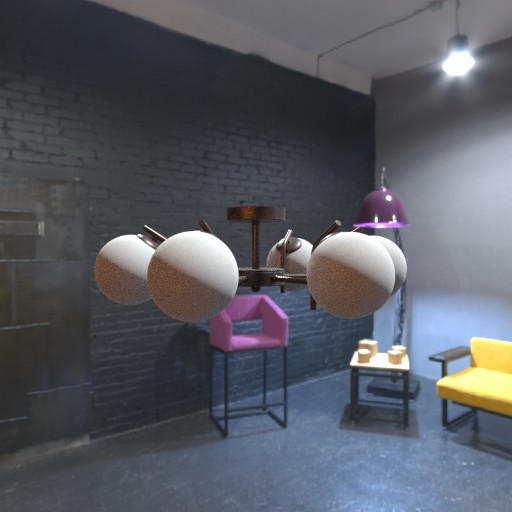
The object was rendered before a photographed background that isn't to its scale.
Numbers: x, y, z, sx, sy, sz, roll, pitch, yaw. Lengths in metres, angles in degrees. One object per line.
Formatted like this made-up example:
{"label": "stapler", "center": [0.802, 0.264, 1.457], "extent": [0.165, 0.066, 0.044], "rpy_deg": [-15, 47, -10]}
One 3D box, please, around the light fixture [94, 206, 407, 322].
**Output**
{"label": "light fixture", "center": [0.000, 0.000, 0.947], "extent": [0.662, 0.201, 0.662], "rpy_deg": [0, 1, 0]}
